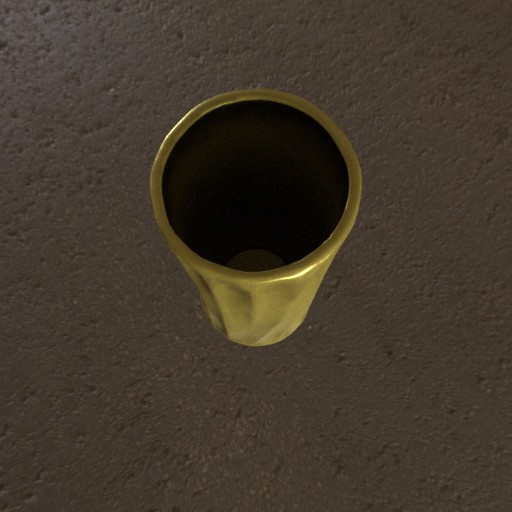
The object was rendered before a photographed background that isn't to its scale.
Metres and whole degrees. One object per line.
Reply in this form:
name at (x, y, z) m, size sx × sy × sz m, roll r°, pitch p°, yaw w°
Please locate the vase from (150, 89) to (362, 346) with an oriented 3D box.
vase at (0.000, 0.000, 0.177) m, size 0.061 × 0.143 × 0.061 m, roll 0°, pitch 75°, yaw 0°
